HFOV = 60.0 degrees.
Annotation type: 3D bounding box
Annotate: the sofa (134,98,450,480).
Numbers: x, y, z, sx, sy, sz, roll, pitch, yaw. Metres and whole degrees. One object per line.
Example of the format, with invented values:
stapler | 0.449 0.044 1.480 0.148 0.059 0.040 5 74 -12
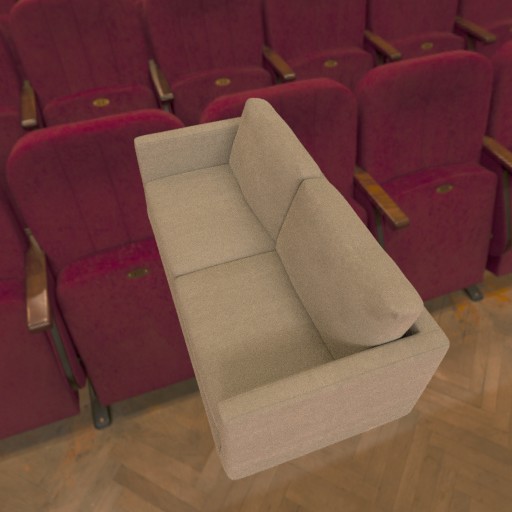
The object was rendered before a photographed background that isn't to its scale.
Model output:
sofa | 0.000 0.000 2.375 0.950 0.963 1.884 -15 49 -13
